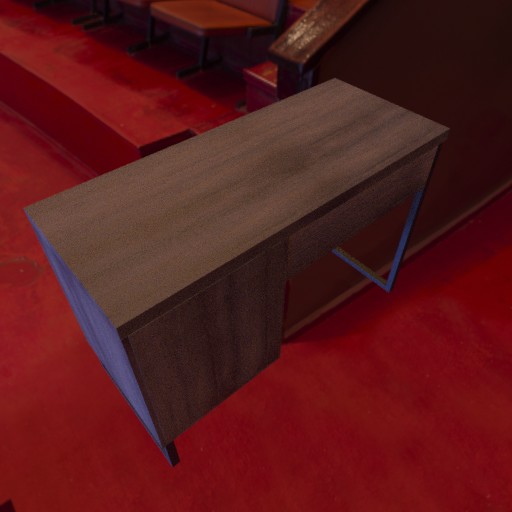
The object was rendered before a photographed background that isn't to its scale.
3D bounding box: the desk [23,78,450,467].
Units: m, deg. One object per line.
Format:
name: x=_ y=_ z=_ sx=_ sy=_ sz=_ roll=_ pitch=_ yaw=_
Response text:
desk: x=0.000 y=0.000 z=1.501 sx=1.134 sy=0.752 sz=0.511 roll=-32 pitch=53 yaw=-27
